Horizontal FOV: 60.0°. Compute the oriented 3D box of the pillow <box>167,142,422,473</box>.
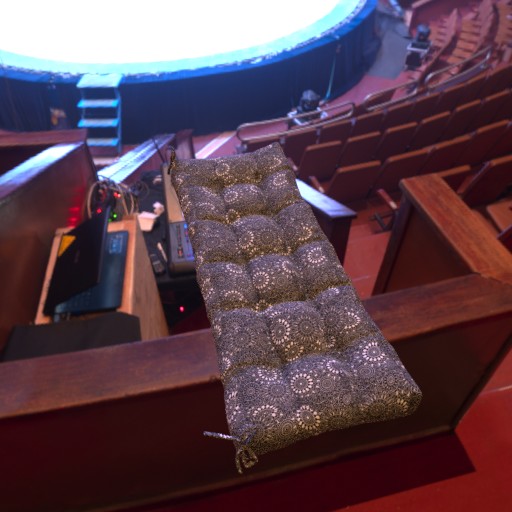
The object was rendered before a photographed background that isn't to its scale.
[{"bbox_3d":[0.000,0.000,1.365,0.511,0.174,1.194,-11,47,-11],"label":"pillow"}]
